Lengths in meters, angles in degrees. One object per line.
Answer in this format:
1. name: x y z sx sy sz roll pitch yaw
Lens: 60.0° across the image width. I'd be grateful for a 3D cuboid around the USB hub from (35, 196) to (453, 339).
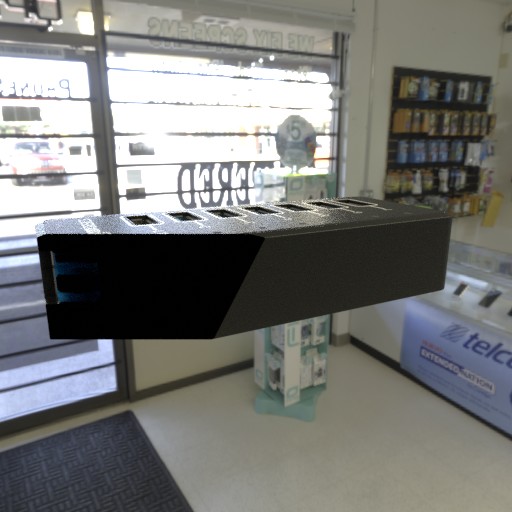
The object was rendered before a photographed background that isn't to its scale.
1. USB hub: 0.000 0.000 0.126 0.110 0.023 0.044 -8 17 -26
